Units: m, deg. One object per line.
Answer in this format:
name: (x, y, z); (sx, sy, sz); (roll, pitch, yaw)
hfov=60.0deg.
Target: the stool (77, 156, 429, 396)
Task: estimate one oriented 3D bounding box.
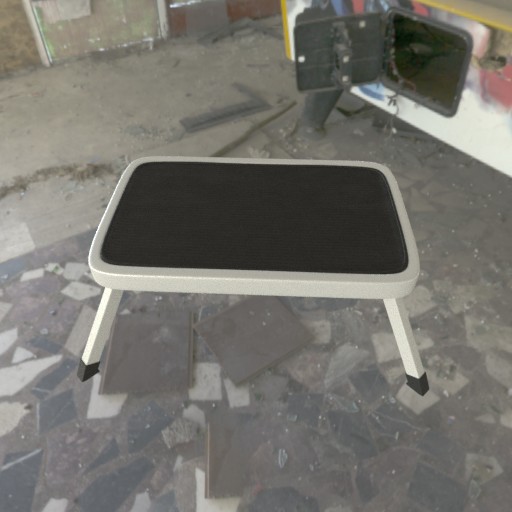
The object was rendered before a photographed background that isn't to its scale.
stool: (0.000, 0.000, 0.625); (0.460, 0.170, 0.320); (2, 45, 2)
